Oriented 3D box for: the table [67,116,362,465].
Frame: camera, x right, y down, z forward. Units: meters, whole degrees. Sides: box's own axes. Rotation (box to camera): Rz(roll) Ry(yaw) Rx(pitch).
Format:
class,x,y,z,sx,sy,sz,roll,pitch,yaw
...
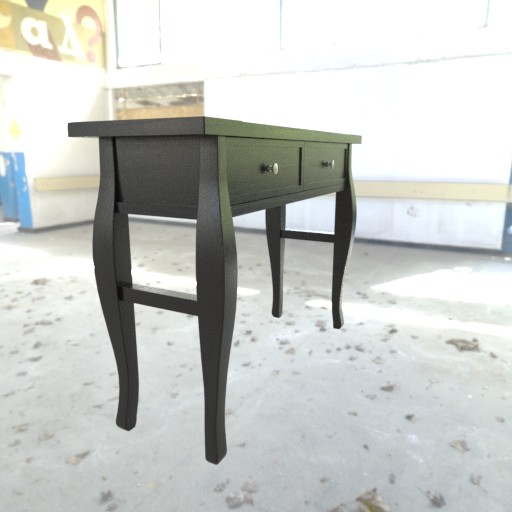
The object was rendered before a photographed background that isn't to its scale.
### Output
class,x,y,z,sx,sy,sz,roll,pitch,yaw
table,0.000,0.000,1.413,0.373,0.768,1.062,7,15,27
